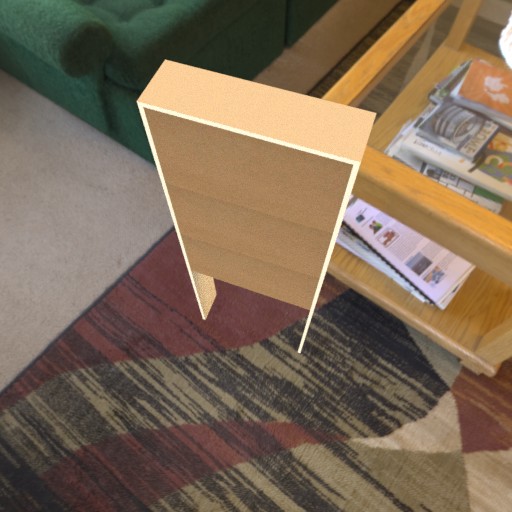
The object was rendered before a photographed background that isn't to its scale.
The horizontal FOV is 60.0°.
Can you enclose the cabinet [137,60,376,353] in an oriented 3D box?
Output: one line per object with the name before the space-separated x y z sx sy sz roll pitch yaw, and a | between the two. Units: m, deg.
cabinet | 0.000 0.000 2.016 0.643 1.770 0.192 18 63 9
